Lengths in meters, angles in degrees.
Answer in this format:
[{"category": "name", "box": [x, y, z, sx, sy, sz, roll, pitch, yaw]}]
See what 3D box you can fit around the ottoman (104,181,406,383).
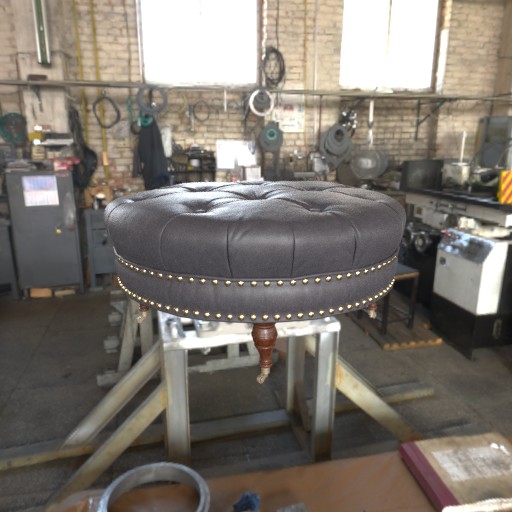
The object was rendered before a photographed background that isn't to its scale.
[{"category": "ottoman", "box": [0.000, 0.000, 1.406, 0.901, 0.439, 0.901, 0, 15, 0]}]
